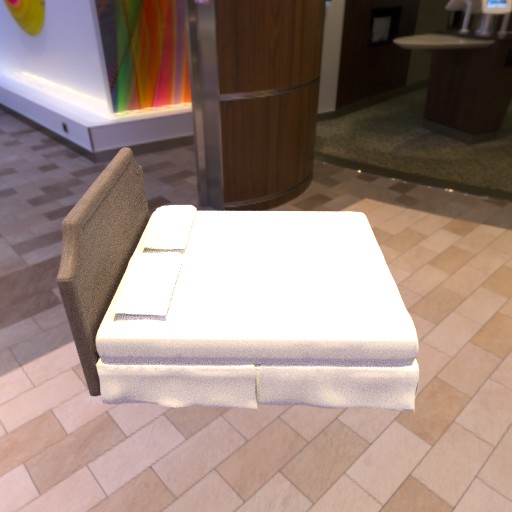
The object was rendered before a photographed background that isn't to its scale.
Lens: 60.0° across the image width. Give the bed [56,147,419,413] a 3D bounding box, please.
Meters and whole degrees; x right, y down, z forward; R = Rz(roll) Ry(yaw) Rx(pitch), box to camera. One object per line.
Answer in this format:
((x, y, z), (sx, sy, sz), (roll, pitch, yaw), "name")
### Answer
((0.000, 0.000, 4.254), (2.773, 1.590, 2.350), (0, 32, 1), "bed")
